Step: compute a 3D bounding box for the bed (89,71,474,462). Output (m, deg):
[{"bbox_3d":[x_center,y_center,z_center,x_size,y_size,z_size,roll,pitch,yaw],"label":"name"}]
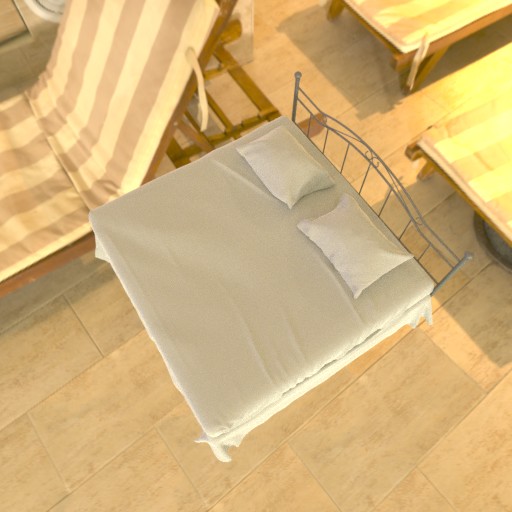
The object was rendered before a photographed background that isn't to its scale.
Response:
[{"bbox_3d":[0.000,0.000,3.506,2.220,1.080,2.309,-30,68,-14],"label":"bed"}]
